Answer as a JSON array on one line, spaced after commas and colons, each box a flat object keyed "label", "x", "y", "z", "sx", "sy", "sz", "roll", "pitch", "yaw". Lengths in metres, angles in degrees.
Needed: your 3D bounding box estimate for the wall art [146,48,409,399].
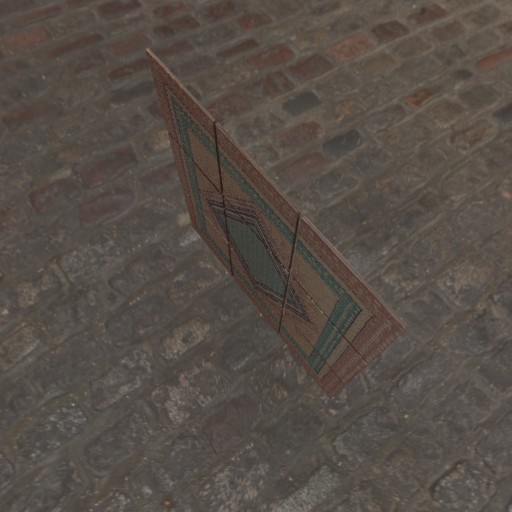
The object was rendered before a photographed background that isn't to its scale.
[{"label": "wall art", "x": 0.000, "y": 0.000, "z": 2.300, "sx": 0.014, "sy": 1.525, "sz": 1.527, "roll": -34, "pitch": 69, "yaw": -15}]
